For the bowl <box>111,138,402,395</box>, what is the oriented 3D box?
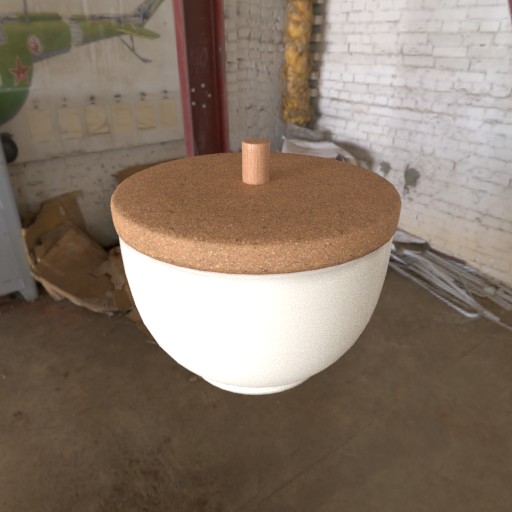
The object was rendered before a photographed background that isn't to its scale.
[{"bbox_3d":[0.000,0.000,0.215,0.126,0.110,0.126,0,27,0],"label":"bowl"}]
